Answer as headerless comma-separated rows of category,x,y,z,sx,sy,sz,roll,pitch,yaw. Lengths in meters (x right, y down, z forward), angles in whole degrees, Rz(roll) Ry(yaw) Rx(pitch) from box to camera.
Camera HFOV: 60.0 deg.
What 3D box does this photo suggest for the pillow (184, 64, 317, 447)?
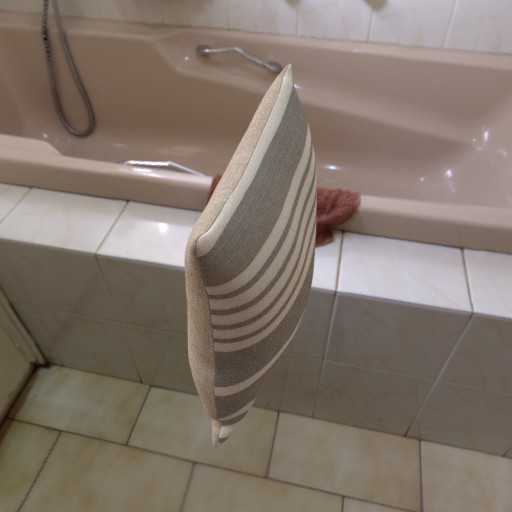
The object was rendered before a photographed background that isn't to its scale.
pillow,0.000,0.000,0.692,0.182,0.440,0.439,11,46,10
